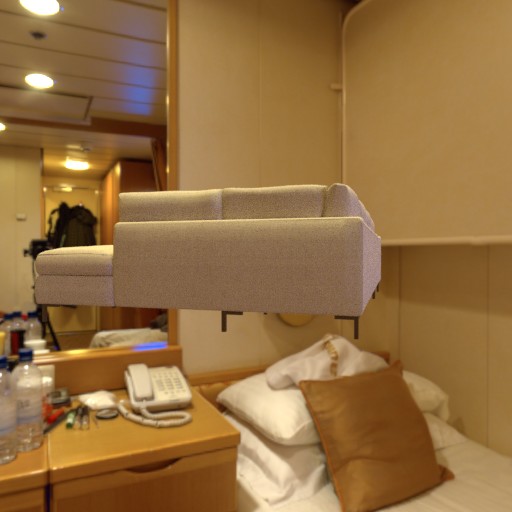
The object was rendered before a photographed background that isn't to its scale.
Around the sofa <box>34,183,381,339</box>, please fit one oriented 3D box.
[{"bbox_3d":[0.000,0.000,3.595,1.879,0.756,2.737,0,0,17],"label":"sofa"}]
